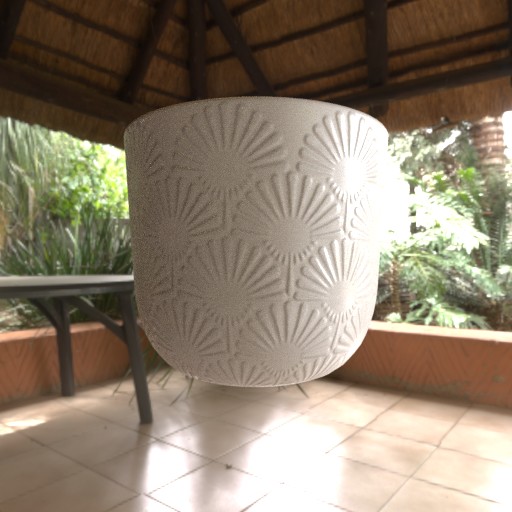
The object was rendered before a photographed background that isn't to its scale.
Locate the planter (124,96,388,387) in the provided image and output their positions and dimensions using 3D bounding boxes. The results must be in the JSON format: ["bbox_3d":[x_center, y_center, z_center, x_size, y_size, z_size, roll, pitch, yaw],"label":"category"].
[{"bbox_3d":[0.000,0.000,0.296,0.170,0.152,0.170,0,-1,0],"label":"planter"}]
